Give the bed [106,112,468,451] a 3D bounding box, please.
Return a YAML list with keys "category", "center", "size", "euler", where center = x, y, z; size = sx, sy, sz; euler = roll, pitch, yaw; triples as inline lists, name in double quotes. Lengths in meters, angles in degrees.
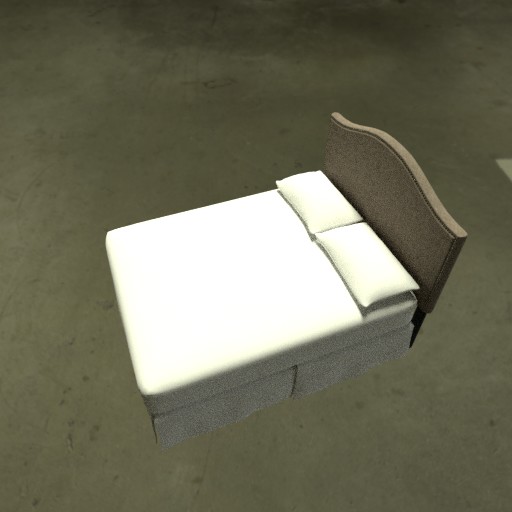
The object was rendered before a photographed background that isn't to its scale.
- category: "bed"
  center: [0.000, 0.000, 3.353]
  size: [2.153, 1.518, 1.713]
  euler: [-16, 48, -15]
